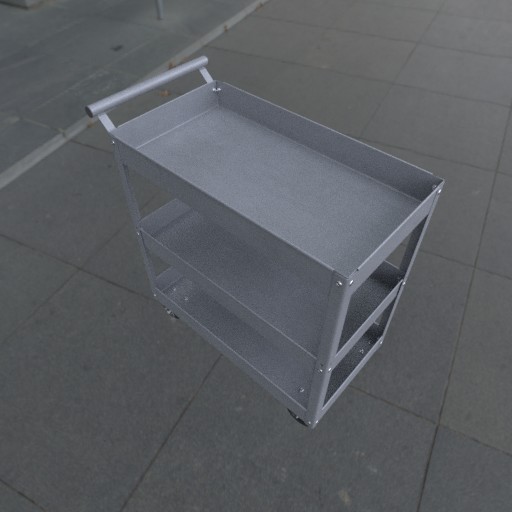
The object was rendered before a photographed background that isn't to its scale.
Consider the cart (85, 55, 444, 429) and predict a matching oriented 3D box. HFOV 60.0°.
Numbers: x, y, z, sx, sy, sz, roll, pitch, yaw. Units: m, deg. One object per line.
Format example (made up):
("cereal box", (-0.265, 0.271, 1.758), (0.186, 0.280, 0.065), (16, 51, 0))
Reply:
("cart", (0.000, 0.000, 1.216), (0.719, 0.780, 0.366), (33, 55, 27))
